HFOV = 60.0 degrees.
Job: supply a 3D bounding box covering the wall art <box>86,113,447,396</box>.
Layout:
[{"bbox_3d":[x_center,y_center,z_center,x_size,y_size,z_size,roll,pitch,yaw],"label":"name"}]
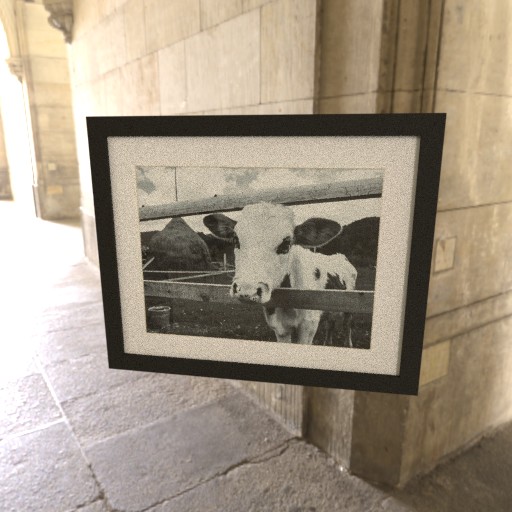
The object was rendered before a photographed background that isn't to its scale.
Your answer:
[{"bbox_3d":[0.000,0.000,0.543,0.404,0.329,0.024,2,15,9],"label":"wall art"}]
